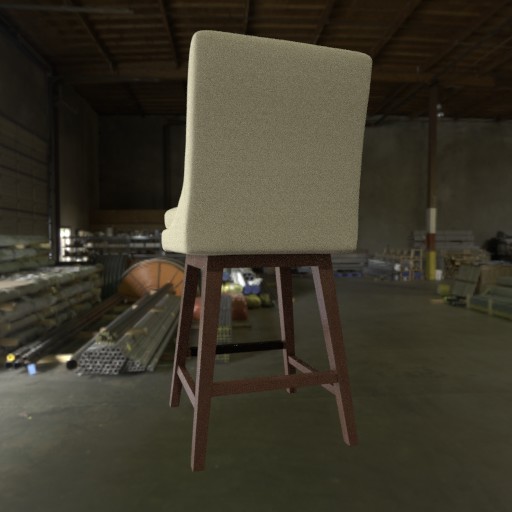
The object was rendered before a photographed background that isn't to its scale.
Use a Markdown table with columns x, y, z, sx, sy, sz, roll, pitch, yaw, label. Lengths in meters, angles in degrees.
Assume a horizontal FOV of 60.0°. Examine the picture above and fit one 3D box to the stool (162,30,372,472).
| x | y | z | sx | sy | sz | roll | pitch | yaw | label |
| --- | --- | --- | --- | --- | --- | --- | --- | --- | --- |
| 0.000 | 0.000 | 1.264 | 0.483 | 0.991 | 0.559 | -1 | 3 | -18 | stool |
